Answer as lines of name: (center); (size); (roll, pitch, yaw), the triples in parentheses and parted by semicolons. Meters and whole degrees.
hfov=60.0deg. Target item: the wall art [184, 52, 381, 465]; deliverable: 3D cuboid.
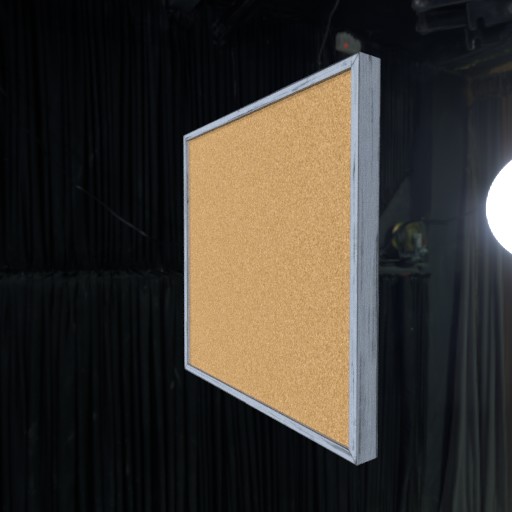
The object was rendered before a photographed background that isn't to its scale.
wall art: (0.000, 0.000, 0.762); (0.038, 0.506, 0.506); (-1, 2, -34)
